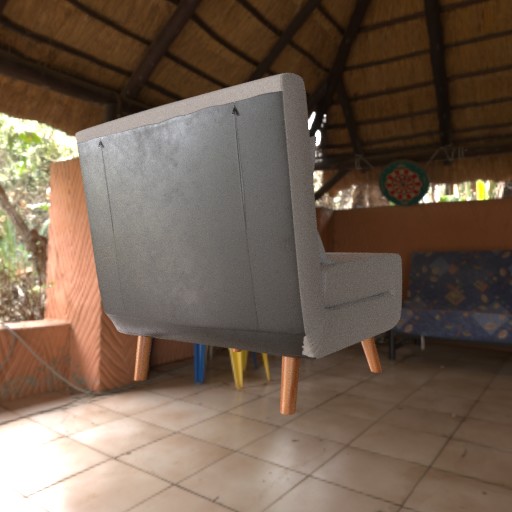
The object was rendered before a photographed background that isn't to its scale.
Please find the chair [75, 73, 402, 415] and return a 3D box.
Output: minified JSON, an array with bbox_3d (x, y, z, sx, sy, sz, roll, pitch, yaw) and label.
[{"bbox_3d":[0.000,0.000,1.507,0.770,0.808,0.902,-1,-1,35],"label":"chair"}]
